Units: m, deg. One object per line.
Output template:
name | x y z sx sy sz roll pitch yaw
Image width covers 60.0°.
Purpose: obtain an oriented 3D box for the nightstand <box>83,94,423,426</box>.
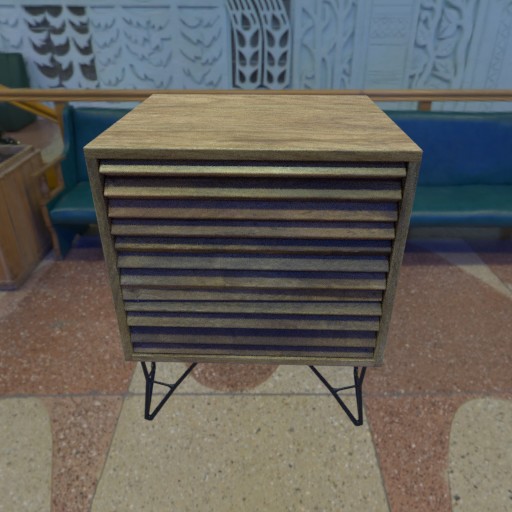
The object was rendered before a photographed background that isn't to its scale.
nightstand | 0.000 0.000 0.905 0.457 0.559 0.406 1 30 2
